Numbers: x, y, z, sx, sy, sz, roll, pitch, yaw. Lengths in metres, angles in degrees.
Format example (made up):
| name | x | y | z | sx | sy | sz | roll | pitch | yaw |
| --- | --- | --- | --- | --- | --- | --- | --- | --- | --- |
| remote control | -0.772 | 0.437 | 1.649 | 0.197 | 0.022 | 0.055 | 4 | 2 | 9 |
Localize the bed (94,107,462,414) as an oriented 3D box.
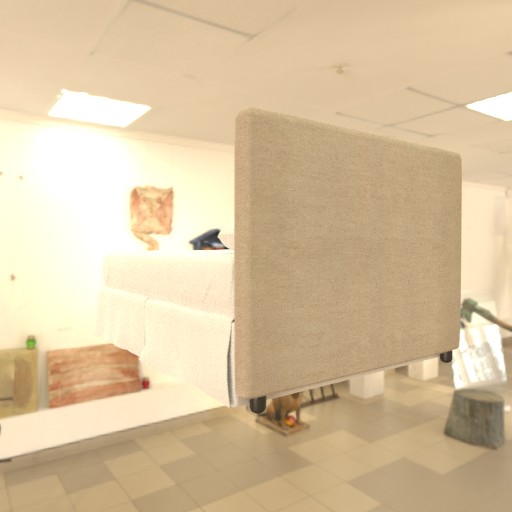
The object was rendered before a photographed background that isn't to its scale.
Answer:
| name | x | y | z | sx | sy | sz | roll | pitch | yaw |
| --- | --- | --- | --- | --- | --- | --- | --- | --- | --- |
| bed | 0.000 | 0.000 | 3.176 | 1.713 | 1.330 | 2.162 | -1 | 1 | -35 |
